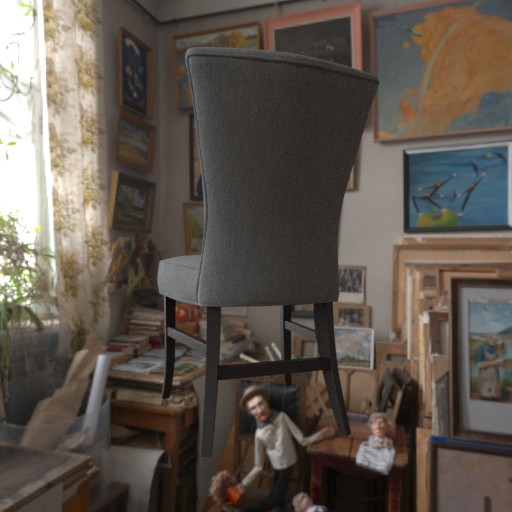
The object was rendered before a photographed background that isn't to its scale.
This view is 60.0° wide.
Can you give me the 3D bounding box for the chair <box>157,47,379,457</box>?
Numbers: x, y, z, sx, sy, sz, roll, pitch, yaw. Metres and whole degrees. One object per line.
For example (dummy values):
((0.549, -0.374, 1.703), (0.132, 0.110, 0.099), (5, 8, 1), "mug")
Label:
((0.000, 0.000, 1.346), (0.520, 0.991, 0.660), (0, 0, -19), "chair")
